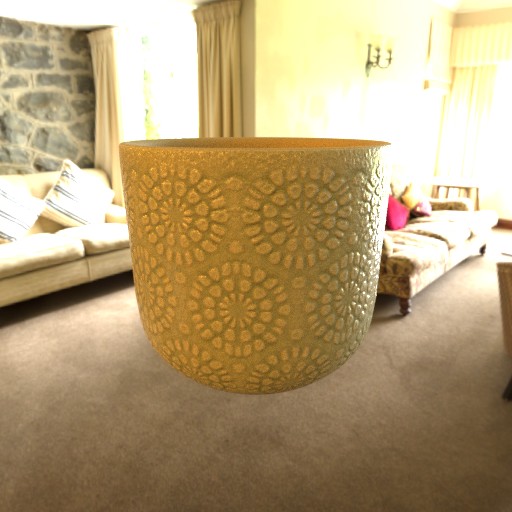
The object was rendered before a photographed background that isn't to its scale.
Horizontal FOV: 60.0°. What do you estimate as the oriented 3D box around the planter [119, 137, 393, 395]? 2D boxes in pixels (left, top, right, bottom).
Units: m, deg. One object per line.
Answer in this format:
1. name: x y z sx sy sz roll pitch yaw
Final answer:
1. planter: 0.000 0.000 0.306 0.169 0.153 0.169 0 17 0
